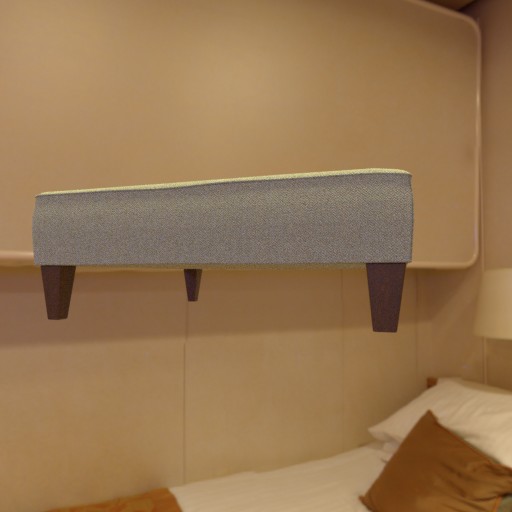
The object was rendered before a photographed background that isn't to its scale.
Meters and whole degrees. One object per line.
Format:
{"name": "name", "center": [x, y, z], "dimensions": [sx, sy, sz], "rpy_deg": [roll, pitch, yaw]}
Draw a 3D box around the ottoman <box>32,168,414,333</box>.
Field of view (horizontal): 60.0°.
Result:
{"name": "ottoman", "center": [0.000, 0.000, 1.531], "dimensions": [1.004, 0.379, 0.968], "rpy_deg": [-1, -3, 17]}
